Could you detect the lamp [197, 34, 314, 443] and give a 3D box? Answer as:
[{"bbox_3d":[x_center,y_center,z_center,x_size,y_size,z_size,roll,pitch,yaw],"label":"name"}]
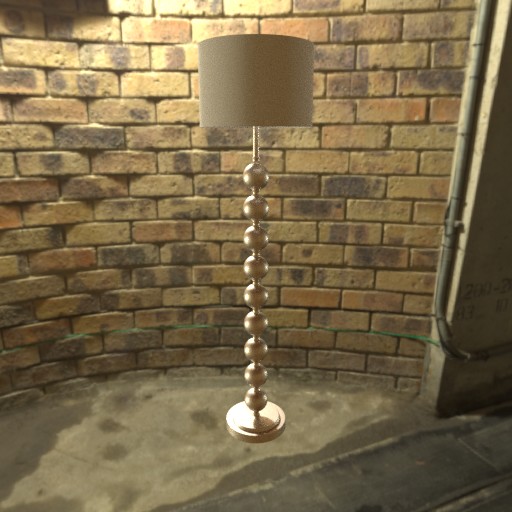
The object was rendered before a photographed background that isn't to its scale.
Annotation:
[{"bbox_3d":[0.000,0.000,1.684,0.394,1.474,0.394,8,17,27],"label":"lamp"}]
